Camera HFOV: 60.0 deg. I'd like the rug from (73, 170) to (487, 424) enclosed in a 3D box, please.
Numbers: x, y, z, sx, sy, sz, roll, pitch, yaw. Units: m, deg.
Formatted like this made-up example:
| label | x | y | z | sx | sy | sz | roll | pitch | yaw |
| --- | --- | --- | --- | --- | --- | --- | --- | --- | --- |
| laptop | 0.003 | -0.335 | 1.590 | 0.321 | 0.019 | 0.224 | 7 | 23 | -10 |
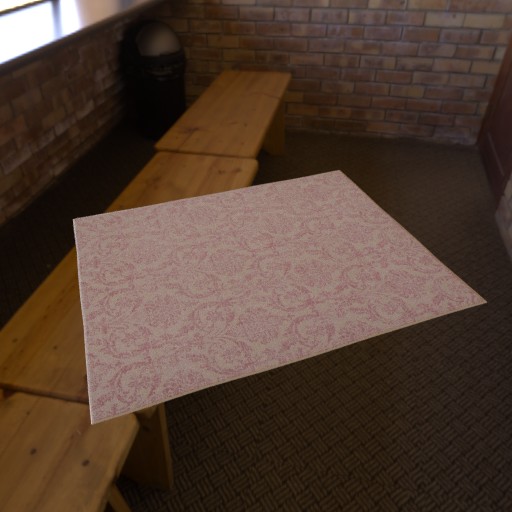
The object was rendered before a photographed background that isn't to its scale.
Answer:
| label | x | y | z | sx | sy | sz | roll | pitch | yaw |
| --- | --- | --- | --- | --- | --- | --- | --- | --- | --- |
| rug | 0.000 | 0.000 | 3.927 | 2.980 | 0.012 | 2.363 | -13 | 40 | -16 |
